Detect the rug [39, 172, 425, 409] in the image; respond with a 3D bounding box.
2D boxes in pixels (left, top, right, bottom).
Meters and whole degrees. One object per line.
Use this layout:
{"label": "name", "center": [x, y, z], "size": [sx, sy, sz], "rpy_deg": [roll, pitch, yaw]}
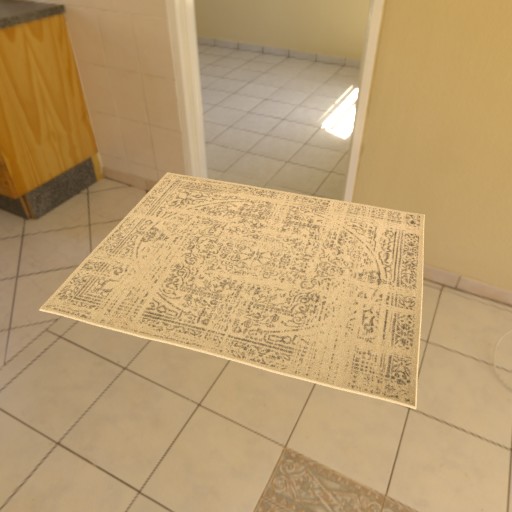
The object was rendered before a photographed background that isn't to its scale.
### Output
{"label": "rug", "center": [0.000, 0.000, 4.036], "size": [2.921, 0.032, 2.311], "rpy_deg": [11, 41, 13]}
